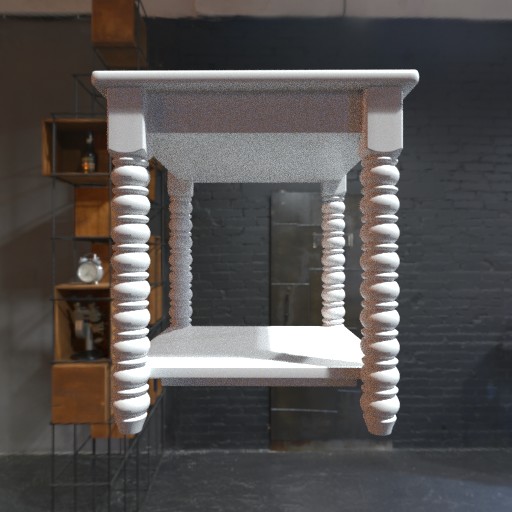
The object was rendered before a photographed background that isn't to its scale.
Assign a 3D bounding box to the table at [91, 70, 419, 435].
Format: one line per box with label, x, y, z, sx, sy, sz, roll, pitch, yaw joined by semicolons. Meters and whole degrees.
table;0.000;0.000;0.935;0.500;0.563;0.533;0;0;1
